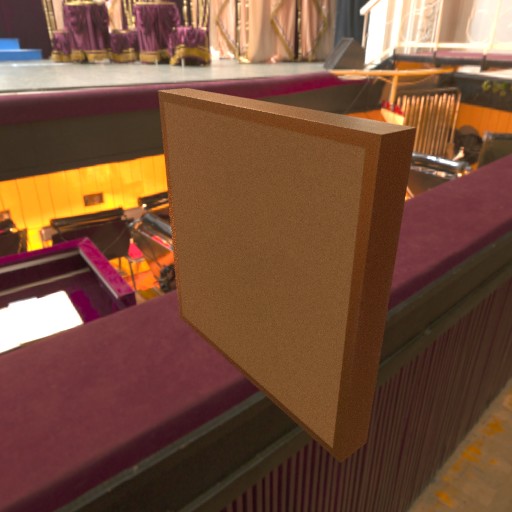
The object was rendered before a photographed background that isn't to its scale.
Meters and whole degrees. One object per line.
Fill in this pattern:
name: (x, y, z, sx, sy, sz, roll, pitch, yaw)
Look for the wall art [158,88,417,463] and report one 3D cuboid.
wall art: (0.000, 0.000, 0.467, 0.038, 0.305, 0.306, -20, 33, -34)
